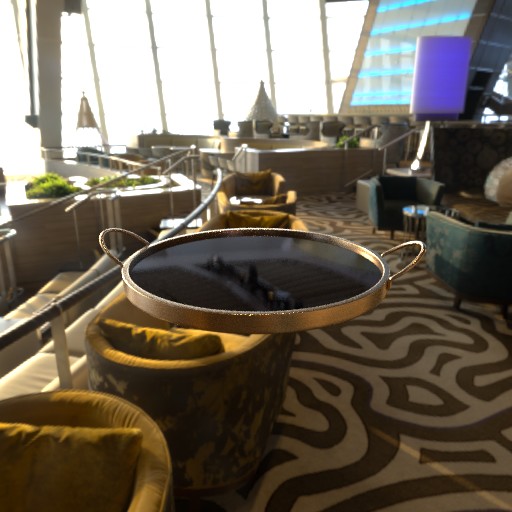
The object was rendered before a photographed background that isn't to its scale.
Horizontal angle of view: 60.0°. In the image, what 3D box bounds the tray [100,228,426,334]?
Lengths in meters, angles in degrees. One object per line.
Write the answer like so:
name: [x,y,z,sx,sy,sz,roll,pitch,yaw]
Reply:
tray: [0.000,0.000,0.752,0.543,0.069,0.438,3,18,9]
